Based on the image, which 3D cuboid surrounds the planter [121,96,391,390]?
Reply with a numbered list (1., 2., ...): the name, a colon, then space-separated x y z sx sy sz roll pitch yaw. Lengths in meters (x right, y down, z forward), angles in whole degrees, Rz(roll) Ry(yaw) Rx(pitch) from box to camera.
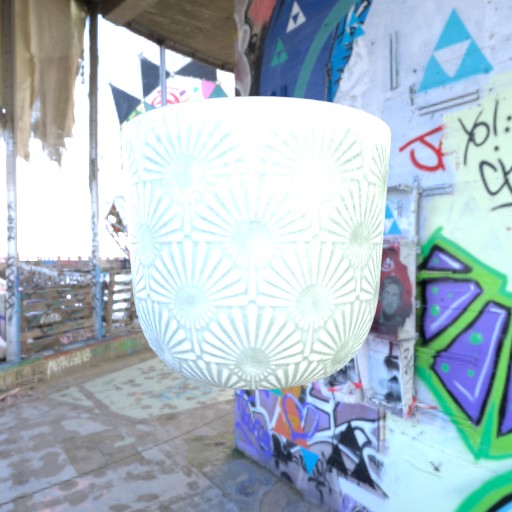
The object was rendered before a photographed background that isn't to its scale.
1. planter: 0.000 0.000 0.292 0.170 0.152 0.170 0 1 0
